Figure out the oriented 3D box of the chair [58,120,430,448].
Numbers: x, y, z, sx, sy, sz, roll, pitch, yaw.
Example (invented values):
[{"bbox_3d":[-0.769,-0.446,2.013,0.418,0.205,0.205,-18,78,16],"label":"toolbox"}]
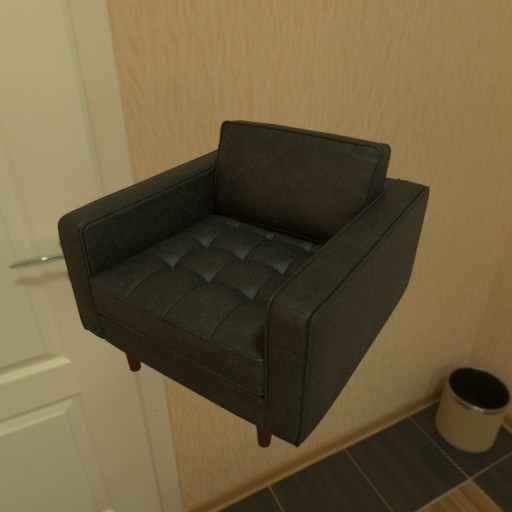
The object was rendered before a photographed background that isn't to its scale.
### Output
[{"bbox_3d":[0.000,0.000,1.534,0.889,0.763,0.914,19,36,28],"label":"chair"}]
